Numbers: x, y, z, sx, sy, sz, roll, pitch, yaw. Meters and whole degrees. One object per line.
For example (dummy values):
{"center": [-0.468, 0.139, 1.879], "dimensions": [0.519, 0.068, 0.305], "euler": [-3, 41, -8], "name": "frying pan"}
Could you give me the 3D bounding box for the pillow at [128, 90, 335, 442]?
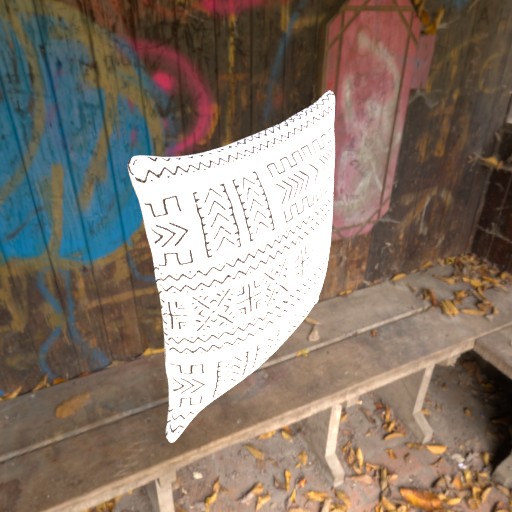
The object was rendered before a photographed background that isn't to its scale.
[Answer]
{"center": [0.000, 0.000, 0.689], "dimensions": [0.164, 0.430, 0.438], "euler": [20, 36, 30], "name": "pillow"}
